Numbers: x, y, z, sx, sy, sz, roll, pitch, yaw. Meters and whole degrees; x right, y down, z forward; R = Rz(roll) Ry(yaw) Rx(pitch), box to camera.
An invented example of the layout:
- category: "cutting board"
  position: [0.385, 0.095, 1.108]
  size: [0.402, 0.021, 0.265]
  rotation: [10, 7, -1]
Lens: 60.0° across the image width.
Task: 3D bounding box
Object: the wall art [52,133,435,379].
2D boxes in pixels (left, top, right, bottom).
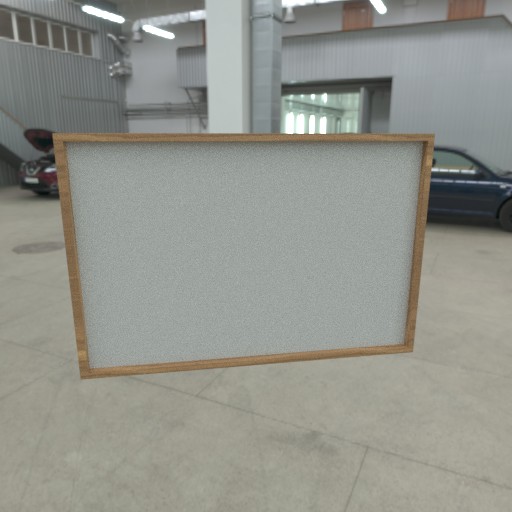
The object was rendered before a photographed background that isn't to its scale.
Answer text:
- category: "wall art"
  position: [0.000, 0.000, 0.753]
  size: [0.604, 0.402, 0.018]
  rotation: [-2, 15, -9]
